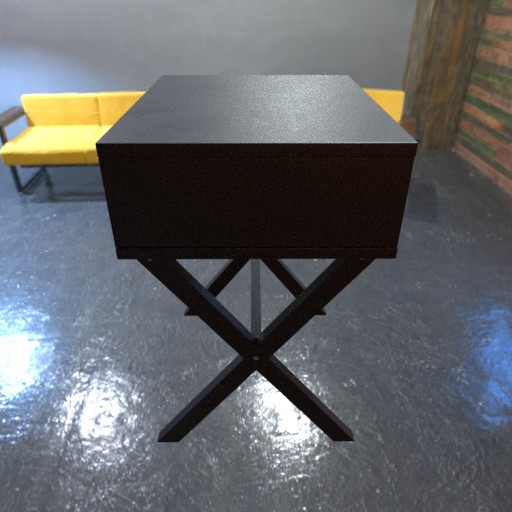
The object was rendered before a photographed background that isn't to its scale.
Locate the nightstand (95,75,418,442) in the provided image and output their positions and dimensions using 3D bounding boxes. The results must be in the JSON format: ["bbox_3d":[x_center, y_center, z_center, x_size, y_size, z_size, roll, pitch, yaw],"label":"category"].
[{"bbox_3d":[0.000,0.000,0.916,0.402,0.623,0.479,0,32,0],"label":"nightstand"}]
